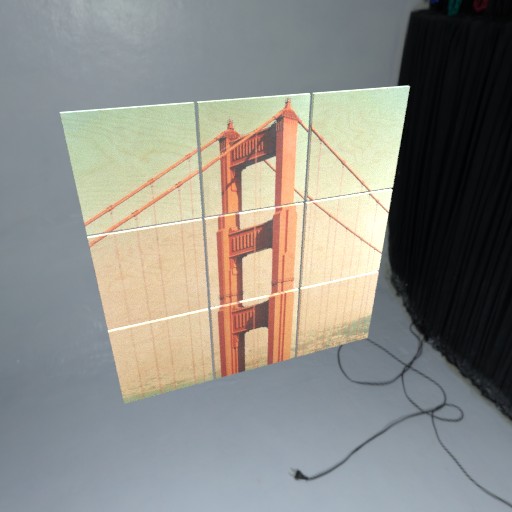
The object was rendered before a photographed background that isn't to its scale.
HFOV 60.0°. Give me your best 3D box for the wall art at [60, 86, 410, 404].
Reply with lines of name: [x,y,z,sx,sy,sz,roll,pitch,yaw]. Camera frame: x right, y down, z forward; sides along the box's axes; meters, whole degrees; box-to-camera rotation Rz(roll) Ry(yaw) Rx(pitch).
wall art: [0.000,0.000,1.778,1.214,1.219,0.013,-11,32,-17]
